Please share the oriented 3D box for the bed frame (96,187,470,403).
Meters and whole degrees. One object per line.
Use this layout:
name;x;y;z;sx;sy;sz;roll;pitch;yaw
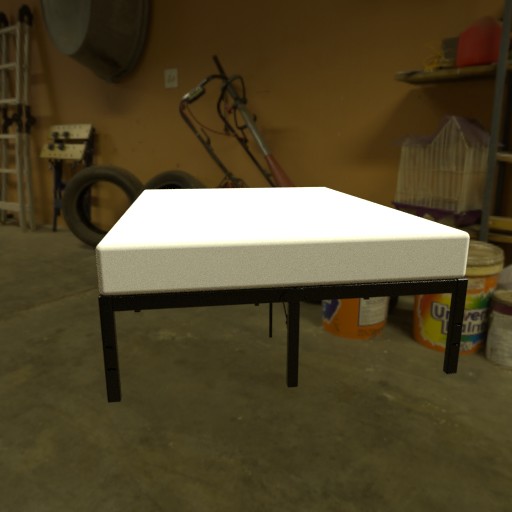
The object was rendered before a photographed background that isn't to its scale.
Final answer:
bed frame;0.000;0.000;2.821;1.557;0.659;2.072;-2;14;-9
